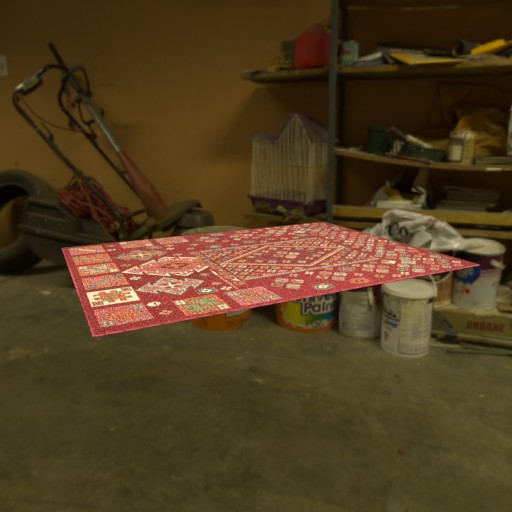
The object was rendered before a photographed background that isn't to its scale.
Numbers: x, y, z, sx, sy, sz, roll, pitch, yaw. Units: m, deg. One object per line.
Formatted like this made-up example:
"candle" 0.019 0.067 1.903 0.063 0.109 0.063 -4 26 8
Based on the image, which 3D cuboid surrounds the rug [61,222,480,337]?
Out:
"rug" 0.000 0.000 2.831 2.184 0.007 1.579 -7 17 -26
